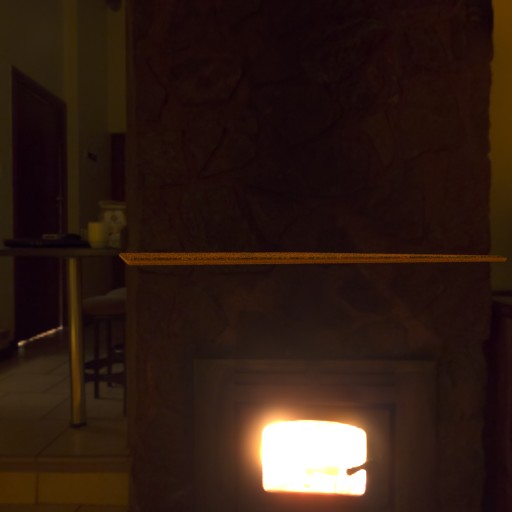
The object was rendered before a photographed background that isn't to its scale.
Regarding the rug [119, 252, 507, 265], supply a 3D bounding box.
[{"bbox_3d":[0.000,0.000,2.728,1.588,0.024,2.204,0,1,-18],"label":"rug"}]
